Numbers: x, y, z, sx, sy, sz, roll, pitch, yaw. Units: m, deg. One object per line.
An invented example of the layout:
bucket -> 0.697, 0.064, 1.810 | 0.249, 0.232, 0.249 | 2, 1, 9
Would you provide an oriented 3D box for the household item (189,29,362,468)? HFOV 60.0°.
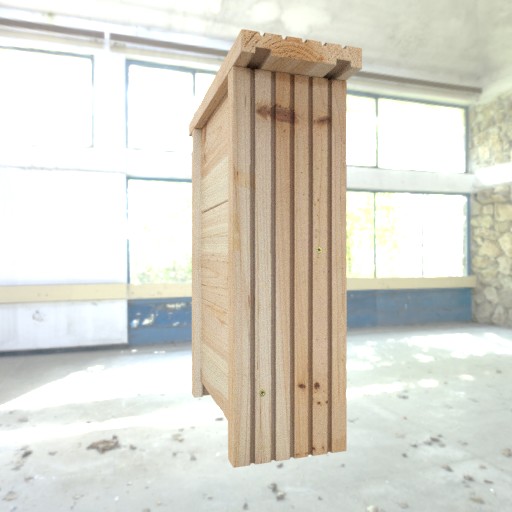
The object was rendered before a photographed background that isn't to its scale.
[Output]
household item -> 0.000, 0.000, 0.558 | 0.123, 0.407, 0.301 | 0, 0, -18
